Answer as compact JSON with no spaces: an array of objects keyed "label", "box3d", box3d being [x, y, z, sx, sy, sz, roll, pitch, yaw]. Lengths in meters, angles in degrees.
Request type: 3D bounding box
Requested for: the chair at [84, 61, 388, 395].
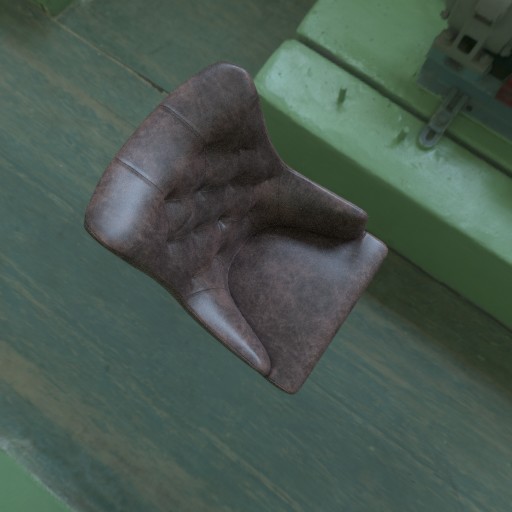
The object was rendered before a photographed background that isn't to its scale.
[{"label":"chair","box3d":[0.000,0.000,1.532,0.762,1.035,0.641,34,79,8]}]
